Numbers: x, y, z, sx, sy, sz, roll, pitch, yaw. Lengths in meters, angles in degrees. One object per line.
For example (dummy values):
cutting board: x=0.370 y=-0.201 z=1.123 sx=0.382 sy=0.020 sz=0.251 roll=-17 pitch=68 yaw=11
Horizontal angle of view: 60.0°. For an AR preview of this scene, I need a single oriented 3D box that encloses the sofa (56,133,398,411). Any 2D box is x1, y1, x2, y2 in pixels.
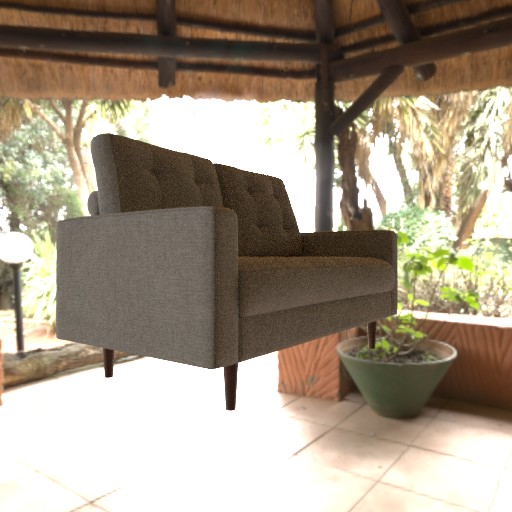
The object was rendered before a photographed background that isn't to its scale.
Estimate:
sofa: x=0.000 y=0.000 z=1.933 sx=0.842 sy=0.907 sz=1.407 roll=0 pitch=0 yaw=36
